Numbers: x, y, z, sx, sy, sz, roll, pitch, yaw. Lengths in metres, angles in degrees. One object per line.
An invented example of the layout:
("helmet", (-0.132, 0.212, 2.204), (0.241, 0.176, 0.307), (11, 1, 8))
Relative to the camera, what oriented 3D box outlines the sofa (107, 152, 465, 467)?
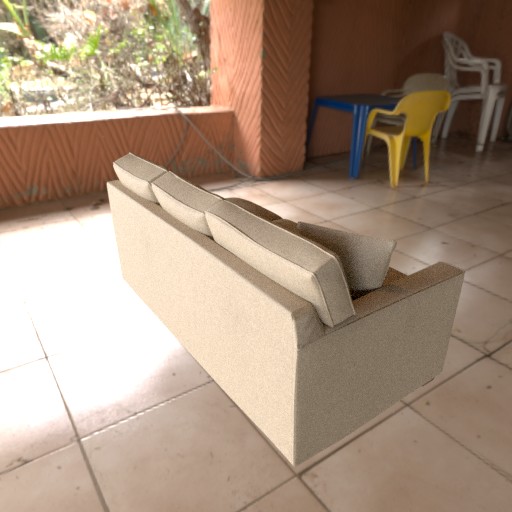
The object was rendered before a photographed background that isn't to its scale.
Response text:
("sofa", (0.000, 0.000, 2.556), (1.034, 0.946, 1.962), (-17, 30, -31))
